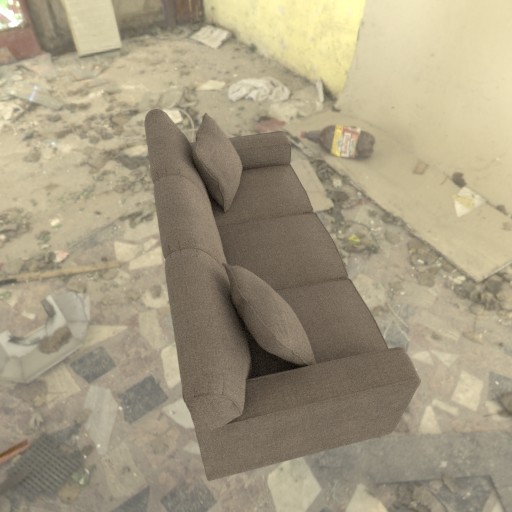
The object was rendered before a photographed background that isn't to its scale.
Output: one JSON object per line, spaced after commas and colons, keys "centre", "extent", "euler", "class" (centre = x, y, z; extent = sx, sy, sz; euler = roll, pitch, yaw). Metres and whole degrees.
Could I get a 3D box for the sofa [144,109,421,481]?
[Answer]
{"centre": [0.000, 0.000, 2.539], "extent": [0.997, 0.958, 2.024], "euler": [-10, 47, -10], "class": "sofa"}
